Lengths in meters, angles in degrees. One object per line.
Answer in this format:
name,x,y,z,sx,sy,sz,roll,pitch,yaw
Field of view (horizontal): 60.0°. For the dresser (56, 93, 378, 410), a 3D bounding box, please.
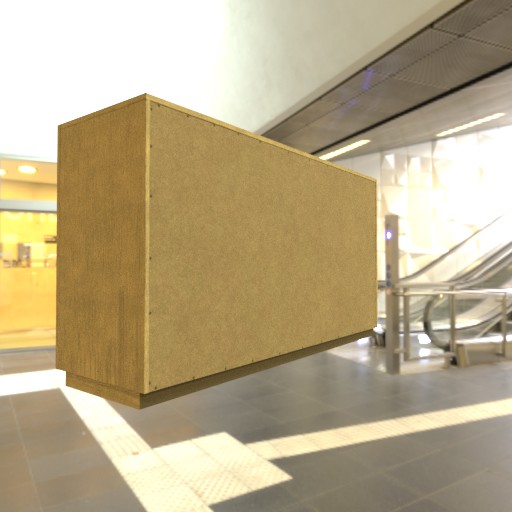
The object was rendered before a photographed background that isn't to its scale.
dresser,0.000,0.000,2.023,0.483,0.889,1.628,-1,-1,38
